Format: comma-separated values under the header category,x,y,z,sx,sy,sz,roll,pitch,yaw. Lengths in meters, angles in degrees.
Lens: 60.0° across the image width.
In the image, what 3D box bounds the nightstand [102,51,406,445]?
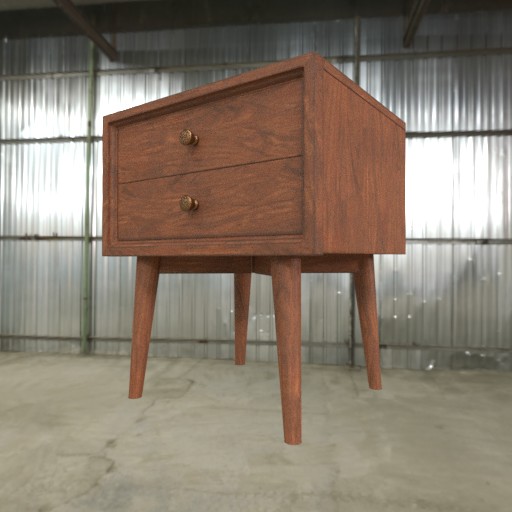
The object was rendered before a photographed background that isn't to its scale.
category,x,y,z,sx,sy,sz,roll,pitch,yaw
nightstand,0.000,0.000,0.979,0.521,0.607,0.445,0,0,36
